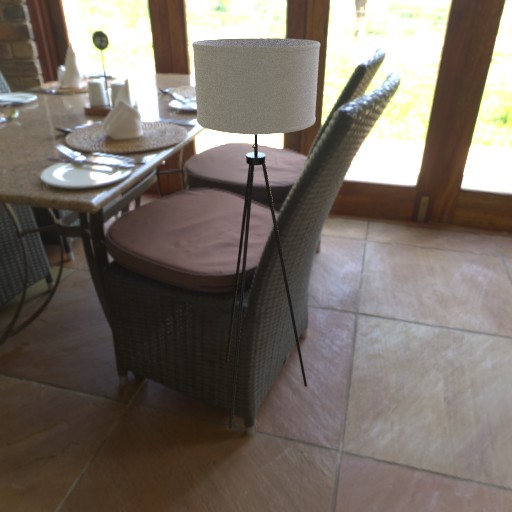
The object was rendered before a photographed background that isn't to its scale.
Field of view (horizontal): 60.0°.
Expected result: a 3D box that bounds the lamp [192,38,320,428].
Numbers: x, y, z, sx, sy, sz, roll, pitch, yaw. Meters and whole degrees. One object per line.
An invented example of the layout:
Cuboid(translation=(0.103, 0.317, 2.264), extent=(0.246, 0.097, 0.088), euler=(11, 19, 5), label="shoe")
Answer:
Cuboid(translation=(0.000, 0.000, 1.777), extent=(0.448, 1.545, 0.458), euler=(9, 31, 16), label="lamp")
